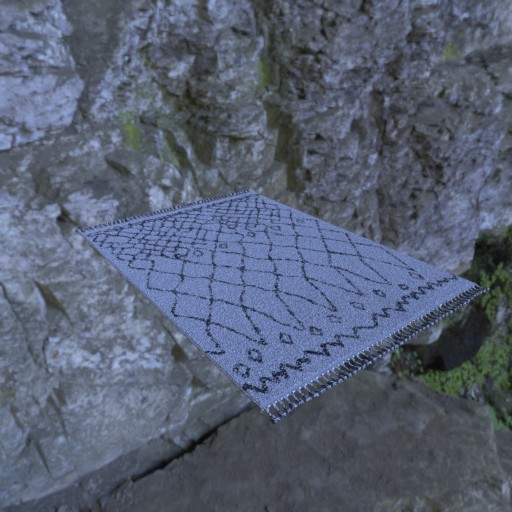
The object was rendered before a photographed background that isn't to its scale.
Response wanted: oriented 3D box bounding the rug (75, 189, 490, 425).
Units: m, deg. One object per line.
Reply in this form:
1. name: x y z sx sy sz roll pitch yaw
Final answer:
1. rug: 0.000 0.000 2.917 1.613 0.017 2.312 -19 32 -33
